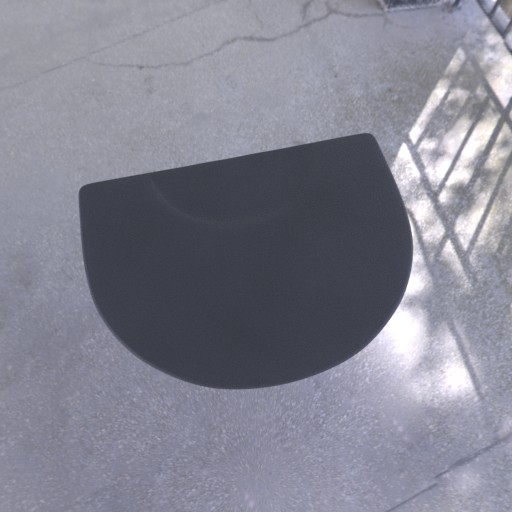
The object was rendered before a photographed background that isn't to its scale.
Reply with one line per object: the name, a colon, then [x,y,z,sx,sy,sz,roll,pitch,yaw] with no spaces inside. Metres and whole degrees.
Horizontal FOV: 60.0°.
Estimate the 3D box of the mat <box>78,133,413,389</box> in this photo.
mat: [0.000,0.000,1.595,1.220,0.016,0.917,-12,64,-6]
